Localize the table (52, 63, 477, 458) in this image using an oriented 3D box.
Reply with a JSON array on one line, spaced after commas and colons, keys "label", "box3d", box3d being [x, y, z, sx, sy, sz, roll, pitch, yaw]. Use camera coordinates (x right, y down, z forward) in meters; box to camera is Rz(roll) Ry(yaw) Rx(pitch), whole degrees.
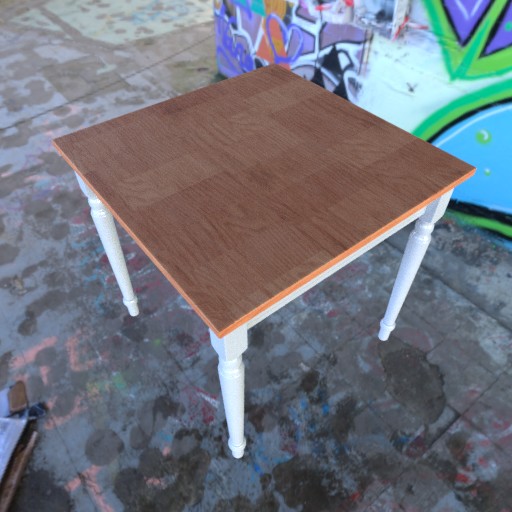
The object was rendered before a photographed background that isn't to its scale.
[{"label": "table", "box3d": [0.000, 0.000, 1.360, 0.747, 0.738, 0.747, -30, 53, -25]}]
